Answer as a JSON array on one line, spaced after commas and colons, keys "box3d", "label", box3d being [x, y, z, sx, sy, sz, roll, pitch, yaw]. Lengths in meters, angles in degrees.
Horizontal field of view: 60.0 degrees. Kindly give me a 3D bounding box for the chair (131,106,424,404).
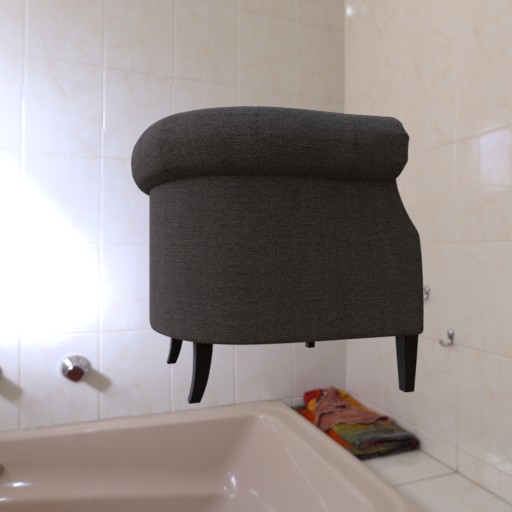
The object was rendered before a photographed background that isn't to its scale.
[{"box3d": [0.000, 0.000, 1.570, 0.852, 0.827, 0.905, 0, 0, -18], "label": "chair"}]
